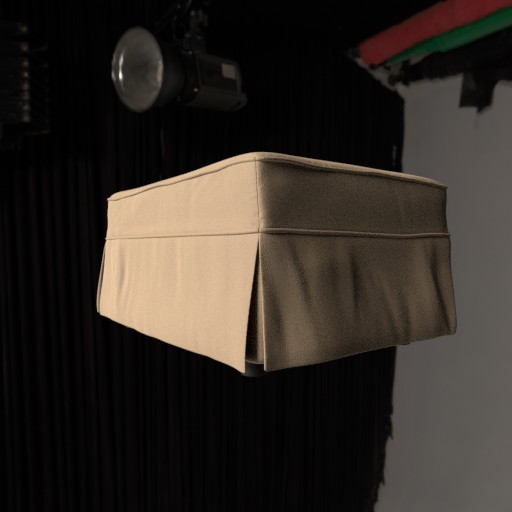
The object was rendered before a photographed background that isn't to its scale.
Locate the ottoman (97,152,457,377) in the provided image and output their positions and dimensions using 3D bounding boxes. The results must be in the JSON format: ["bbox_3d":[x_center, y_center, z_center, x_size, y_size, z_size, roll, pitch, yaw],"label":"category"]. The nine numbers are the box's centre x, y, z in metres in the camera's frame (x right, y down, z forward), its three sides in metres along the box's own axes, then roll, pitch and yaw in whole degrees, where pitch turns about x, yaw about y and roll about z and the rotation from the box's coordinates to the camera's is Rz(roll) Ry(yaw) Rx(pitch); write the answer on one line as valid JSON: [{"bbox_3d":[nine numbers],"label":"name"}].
[{"bbox_3d":[0.000,0.000,1.360,0.721,0.482,0.959,-1,1,-36],"label":"ottoman"}]
